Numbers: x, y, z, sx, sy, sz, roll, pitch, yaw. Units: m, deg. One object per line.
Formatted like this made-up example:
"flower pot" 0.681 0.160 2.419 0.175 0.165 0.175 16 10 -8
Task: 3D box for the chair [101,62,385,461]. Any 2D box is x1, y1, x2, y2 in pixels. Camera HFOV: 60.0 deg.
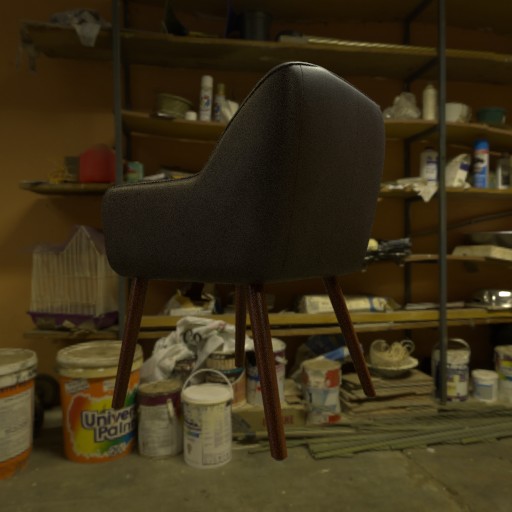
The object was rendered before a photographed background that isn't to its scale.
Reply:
"chair" 0.000 0.000 1.245 0.610 0.828 0.610 1 1 37
